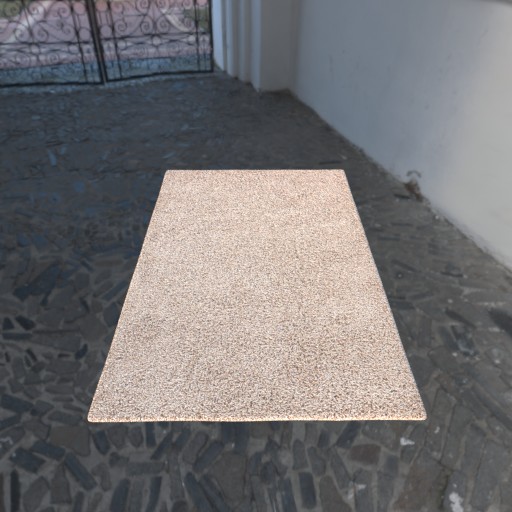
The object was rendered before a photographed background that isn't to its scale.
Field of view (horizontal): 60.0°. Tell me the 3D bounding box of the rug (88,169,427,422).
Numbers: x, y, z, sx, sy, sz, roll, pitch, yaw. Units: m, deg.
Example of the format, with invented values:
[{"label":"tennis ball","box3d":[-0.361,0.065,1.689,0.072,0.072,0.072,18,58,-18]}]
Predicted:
[{"label":"rug","box3d":[0.000,0.000,3.379,1.778,0.030,2.743,0,39,0]}]
